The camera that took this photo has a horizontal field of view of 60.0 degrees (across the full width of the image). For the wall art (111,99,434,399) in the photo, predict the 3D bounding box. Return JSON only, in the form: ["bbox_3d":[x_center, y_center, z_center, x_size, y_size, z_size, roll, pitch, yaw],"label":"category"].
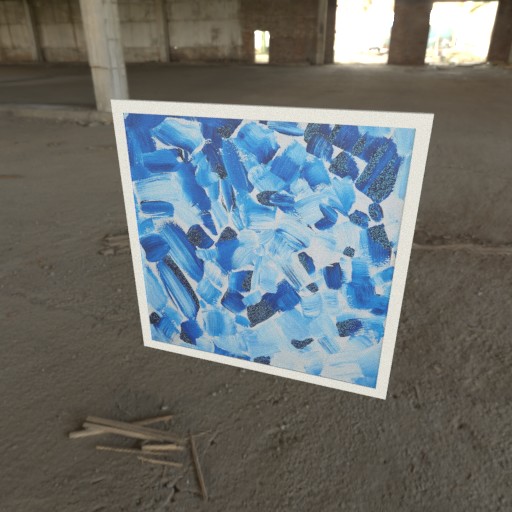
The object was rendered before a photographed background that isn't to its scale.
[{"bbox_3d":[0.000,0.000,1.020,0.660,0.660,0.015,8,27,16],"label":"wall art"}]
